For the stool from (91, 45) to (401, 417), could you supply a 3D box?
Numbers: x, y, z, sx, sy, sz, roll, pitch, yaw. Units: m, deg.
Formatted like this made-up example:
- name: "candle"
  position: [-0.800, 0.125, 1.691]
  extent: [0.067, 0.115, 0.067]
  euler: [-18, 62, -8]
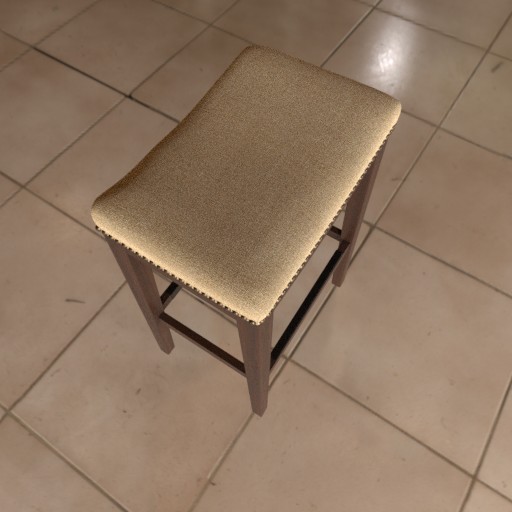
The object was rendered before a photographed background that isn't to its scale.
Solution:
- name: "stool"
  position: [0.000, 0.000, 1.068]
  extent: [0.363, 0.768, 0.509]
  euler: [29, 65, 15]
